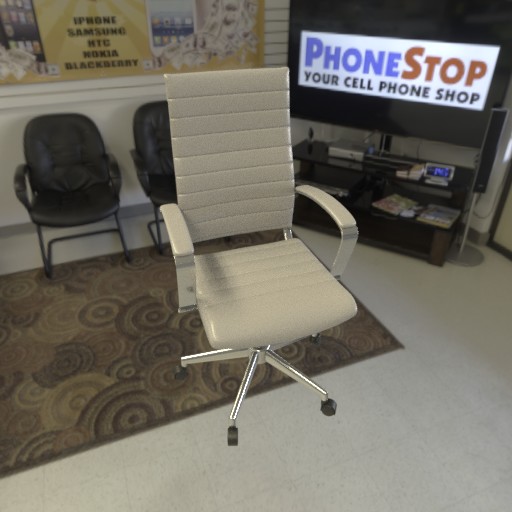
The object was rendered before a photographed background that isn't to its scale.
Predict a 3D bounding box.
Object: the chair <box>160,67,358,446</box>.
[{"bbox_3d":[0.000,0.000,1.584,0.679,1.149,0.667,-10,34,-16],"label":"chair"}]
